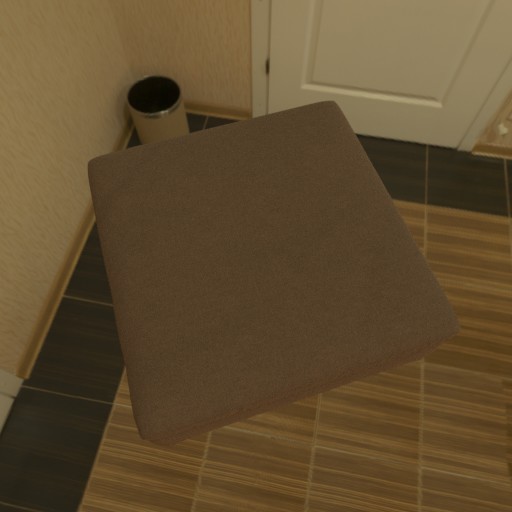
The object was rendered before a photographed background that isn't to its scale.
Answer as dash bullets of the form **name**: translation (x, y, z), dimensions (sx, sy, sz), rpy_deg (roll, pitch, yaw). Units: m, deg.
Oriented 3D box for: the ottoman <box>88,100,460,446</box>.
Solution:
- **ottoman**: translation (0.000, 0.000, 1.862), dimensions (1.181, 0.470, 1.181), rpy_deg (-16, 64, -8)
